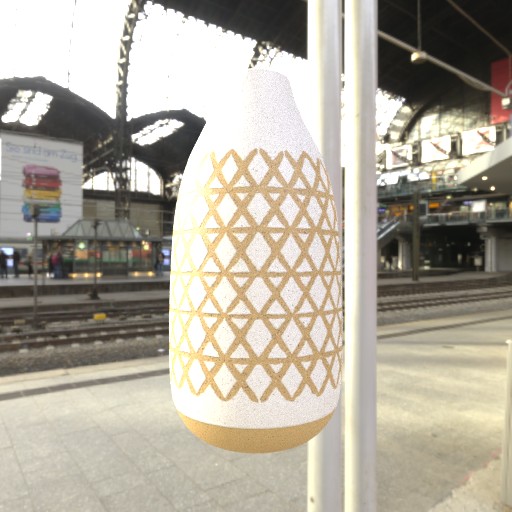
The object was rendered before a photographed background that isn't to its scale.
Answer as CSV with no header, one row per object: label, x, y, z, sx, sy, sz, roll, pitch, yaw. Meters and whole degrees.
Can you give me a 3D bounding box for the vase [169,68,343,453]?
vase,0.000,0.000,0.484,0.186,0.380,0.186,0,0,0
